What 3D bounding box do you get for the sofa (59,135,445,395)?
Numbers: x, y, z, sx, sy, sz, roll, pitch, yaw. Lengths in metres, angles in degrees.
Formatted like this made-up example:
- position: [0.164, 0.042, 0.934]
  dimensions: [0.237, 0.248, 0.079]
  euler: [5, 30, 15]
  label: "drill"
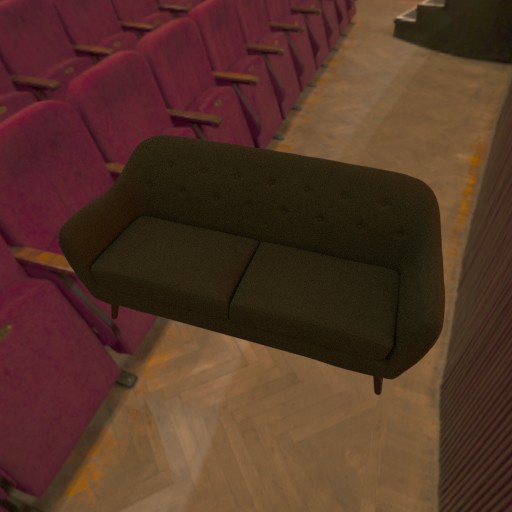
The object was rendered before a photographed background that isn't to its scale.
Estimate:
- position: [0.000, 0.000, 2.356]
  dimensions: [1.840, 0.836, 0.820]
  euler: [13, 43, 14]
  label: "sofa"
